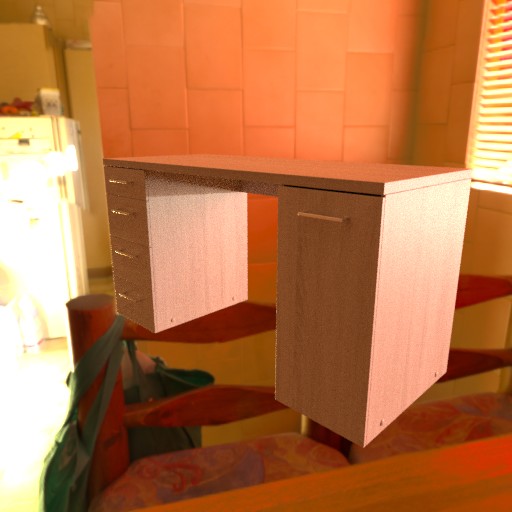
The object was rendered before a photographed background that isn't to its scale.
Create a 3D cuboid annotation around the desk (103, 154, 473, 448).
[{"bbox_3d":[0.000,0.000,1.798,1.390,0.740,0.600,15,22,42],"label":"desk"}]
